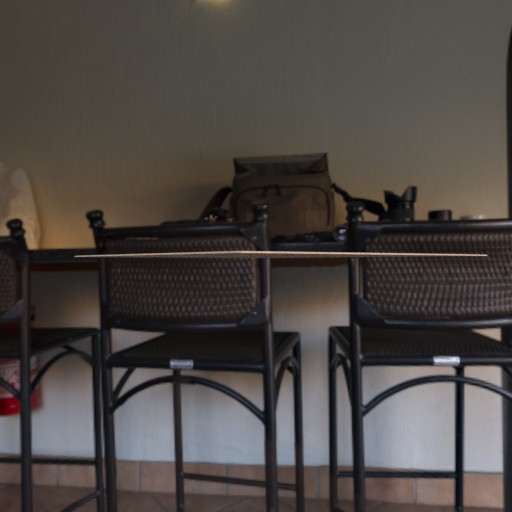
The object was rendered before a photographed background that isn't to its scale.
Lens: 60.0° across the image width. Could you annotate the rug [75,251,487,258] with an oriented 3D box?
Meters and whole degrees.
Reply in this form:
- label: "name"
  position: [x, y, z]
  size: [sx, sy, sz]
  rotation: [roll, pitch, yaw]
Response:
- label: "rug"
  position: [0.000, 0.000, 4.059]
  size: [2.439, 0.013, 3.048]
  rotation: [0, -1, -36]
